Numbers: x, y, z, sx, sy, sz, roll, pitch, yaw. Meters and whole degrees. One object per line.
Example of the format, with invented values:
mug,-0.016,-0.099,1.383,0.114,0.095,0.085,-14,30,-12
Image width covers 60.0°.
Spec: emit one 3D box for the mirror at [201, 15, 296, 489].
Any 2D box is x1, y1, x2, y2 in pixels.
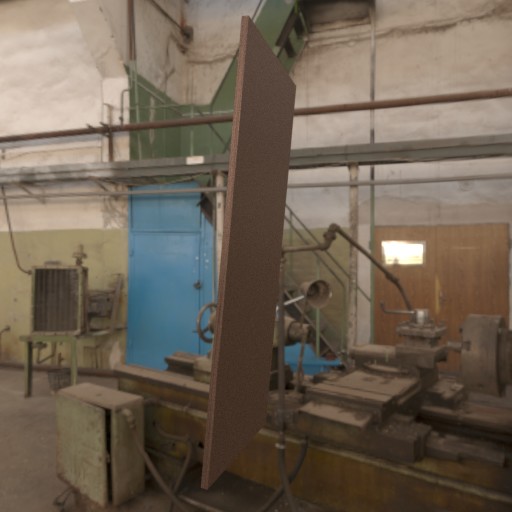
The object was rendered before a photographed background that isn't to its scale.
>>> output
mirror,0.000,0.000,2.274,0.221,2.020,0.812,0,0,19
